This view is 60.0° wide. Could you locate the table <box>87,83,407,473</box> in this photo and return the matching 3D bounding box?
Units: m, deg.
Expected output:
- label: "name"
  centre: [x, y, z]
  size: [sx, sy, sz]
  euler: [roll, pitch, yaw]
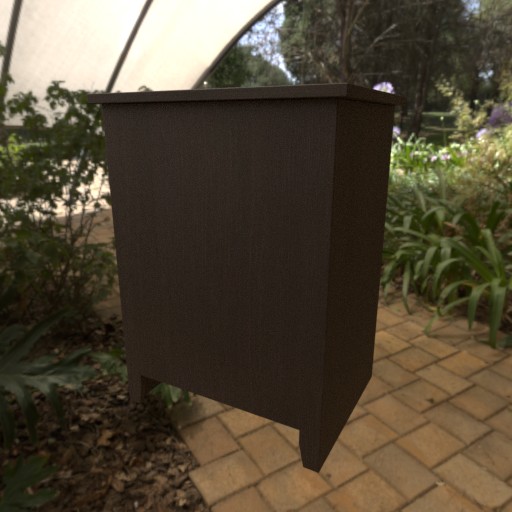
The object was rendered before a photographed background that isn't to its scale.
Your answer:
- label: "table"
  centre: [0.000, 0.000, 0.931]
  size: [0.480, 0.635, 0.381]
  euler: [9, 19, 28]
